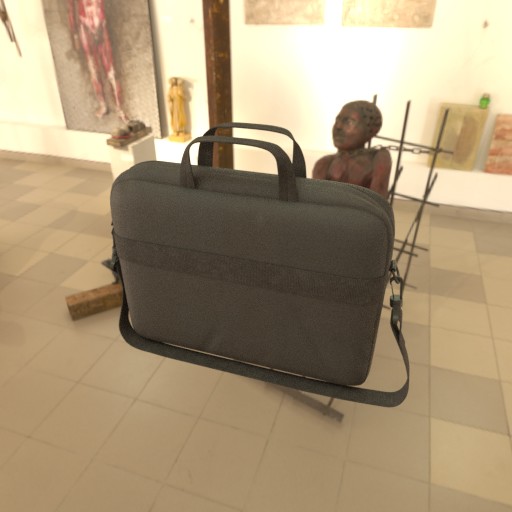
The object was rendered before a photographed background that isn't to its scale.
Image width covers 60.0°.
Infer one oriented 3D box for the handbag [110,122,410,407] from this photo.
[{"bbox_3d":[0.000,0.000,0.432,0.320,0.244,0.089,10,33,15],"label":"handbag"}]
